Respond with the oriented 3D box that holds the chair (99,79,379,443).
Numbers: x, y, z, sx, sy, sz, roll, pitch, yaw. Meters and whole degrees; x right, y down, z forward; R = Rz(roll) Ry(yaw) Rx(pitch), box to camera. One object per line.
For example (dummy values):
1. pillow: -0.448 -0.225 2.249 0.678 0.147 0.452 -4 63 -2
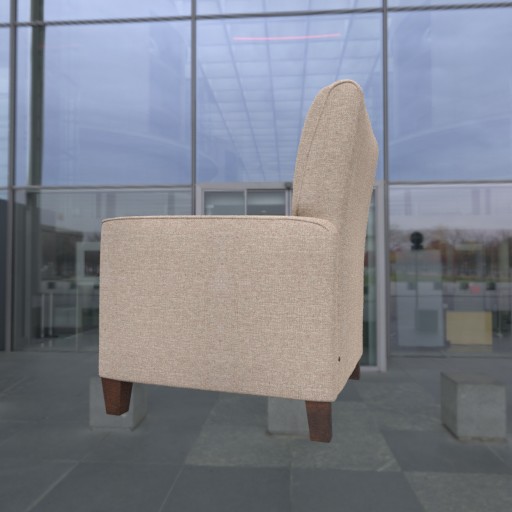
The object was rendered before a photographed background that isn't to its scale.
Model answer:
1. chair: 0.000 0.000 1.663 0.858 1.028 0.841 0 -1 19
